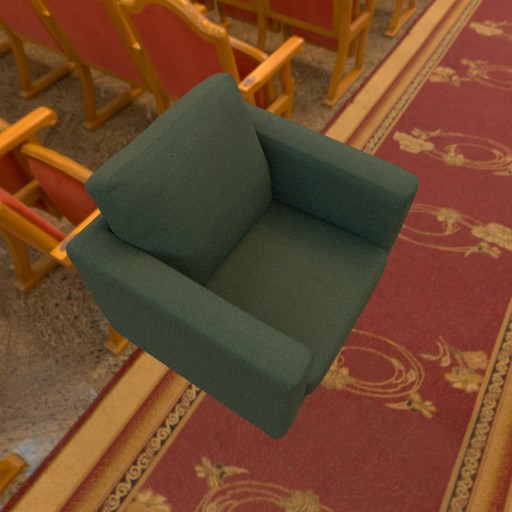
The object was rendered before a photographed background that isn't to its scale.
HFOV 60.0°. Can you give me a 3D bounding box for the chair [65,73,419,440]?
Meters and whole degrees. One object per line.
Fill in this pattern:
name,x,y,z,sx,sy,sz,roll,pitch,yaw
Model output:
chair,0.000,0.000,1.547,0.800,0.927,0.855,28,61,18
